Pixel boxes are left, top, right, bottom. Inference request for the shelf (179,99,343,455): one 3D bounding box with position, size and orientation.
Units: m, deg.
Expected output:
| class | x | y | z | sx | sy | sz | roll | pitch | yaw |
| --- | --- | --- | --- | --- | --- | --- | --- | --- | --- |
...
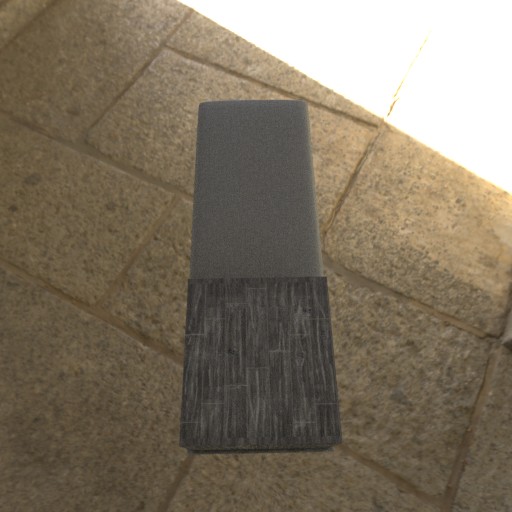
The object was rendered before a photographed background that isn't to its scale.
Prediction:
| class | x | y | z | sx | sy | sz | roll | pitch | yaw |
| --- | --- | --- | --- | --- | --- | --- | --- | --- | --- |
| shelf | 0.000 | 0.000 | 1.645 | 0.457 | 0.633 | 1.342 | -1 | 64 | 0 |
